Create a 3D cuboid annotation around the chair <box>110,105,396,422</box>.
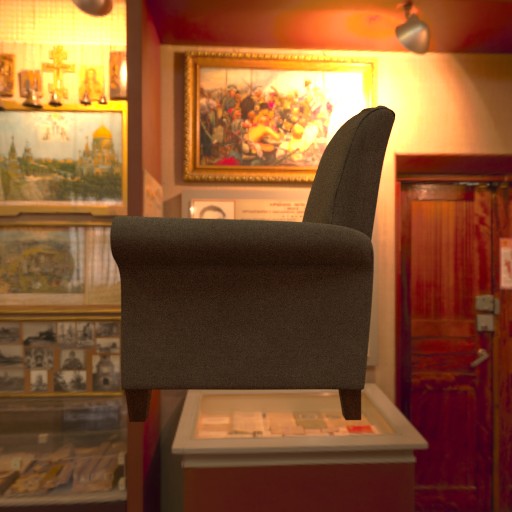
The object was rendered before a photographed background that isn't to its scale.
[{"bbox_3d":[0.000,0.000,1.777,0.905,1.061,0.978,0,0,-1],"label":"chair"}]
